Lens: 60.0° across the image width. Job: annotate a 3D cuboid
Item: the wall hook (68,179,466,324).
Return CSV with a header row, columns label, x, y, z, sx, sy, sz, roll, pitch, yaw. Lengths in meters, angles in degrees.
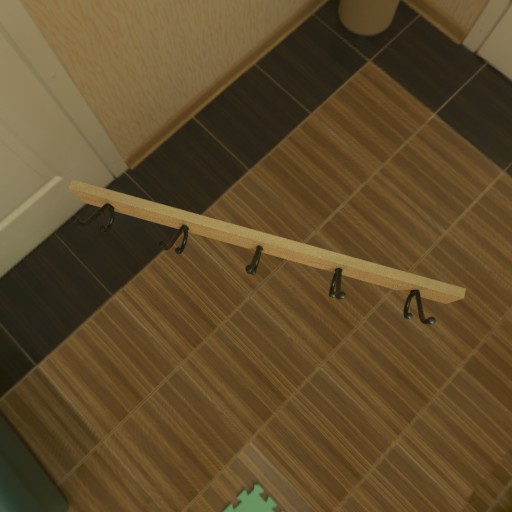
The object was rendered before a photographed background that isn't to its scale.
label,x,y,z,sx,sy,sz,roll,pitch,yaw
wall hook,0.000,0.000,0.613,0.571,0.117,0.071,16,77,4
